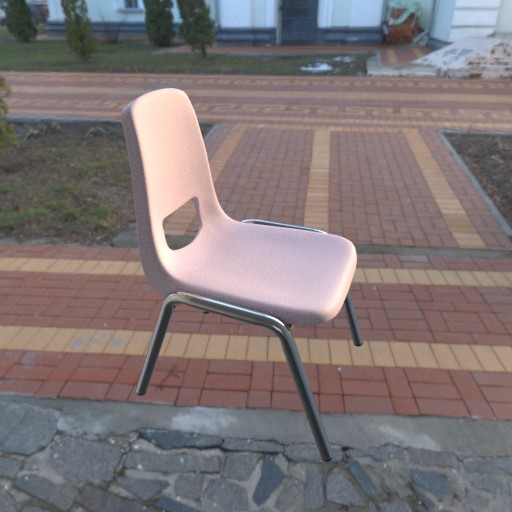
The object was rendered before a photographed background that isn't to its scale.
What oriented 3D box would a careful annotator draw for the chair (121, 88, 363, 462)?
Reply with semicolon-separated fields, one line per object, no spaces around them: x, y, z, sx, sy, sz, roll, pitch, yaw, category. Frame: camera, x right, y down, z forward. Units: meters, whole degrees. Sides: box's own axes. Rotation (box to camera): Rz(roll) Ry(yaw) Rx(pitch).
0.000;0.000;0.857;0.423;0.586;0.354;11;31;18;chair
